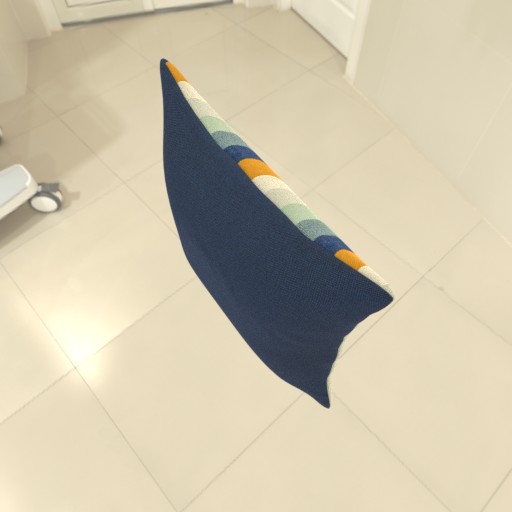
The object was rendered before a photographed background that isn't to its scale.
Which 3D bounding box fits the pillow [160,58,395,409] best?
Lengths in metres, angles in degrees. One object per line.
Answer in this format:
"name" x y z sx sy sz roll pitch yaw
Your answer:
"pillow" 0.000 0.000 0.720 0.173 0.454 0.463 -31 63 -18
